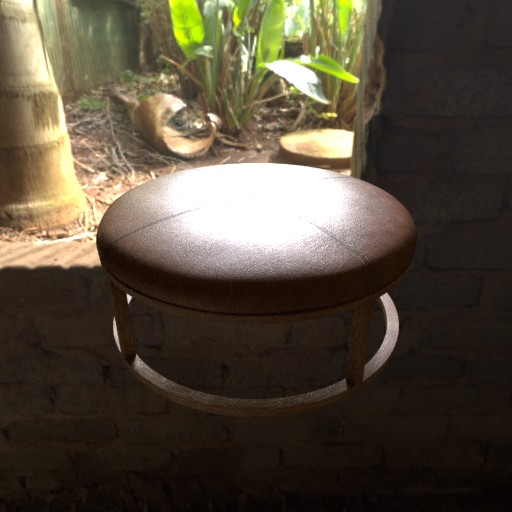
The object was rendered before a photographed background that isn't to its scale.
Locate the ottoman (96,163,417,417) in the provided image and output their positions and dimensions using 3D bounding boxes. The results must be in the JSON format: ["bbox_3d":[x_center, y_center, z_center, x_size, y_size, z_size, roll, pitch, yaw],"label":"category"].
[{"bbox_3d":[0.000,0.000,1.514,1.006,0.445,1.006,0,28,0],"label":"ottoman"}]
